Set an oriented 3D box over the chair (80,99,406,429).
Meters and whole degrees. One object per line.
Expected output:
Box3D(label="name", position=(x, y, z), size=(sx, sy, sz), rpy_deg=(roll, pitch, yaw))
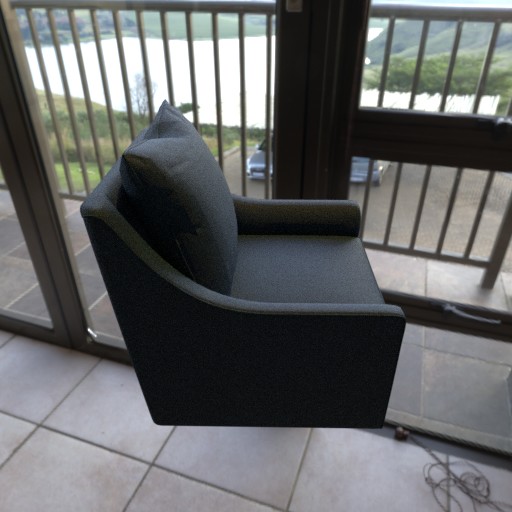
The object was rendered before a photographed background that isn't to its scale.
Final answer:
Box3D(label="chair", position=(0.000, 0.000, 1.563), size=(0.870, 0.939, 0.750), rpy_deg=(1, 32, 1))
